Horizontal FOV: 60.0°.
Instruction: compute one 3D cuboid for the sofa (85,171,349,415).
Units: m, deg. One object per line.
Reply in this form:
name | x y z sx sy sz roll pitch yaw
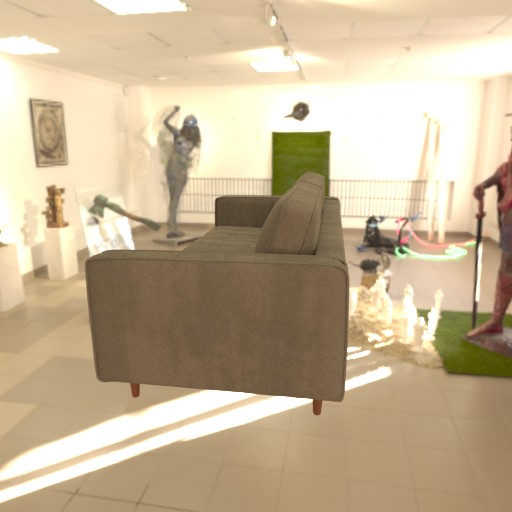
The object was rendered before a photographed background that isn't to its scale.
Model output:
sofa | 0.000 0.000 2.408 0.924 0.825 1.920 2 14 9
